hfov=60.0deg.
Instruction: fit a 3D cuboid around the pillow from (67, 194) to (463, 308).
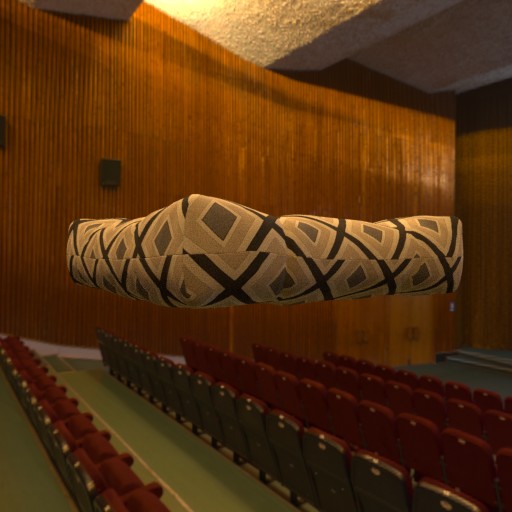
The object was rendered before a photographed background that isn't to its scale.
[{"bbox_3d":[0.000,0.000,0.723,0.490,0.128,0.468,0,0,-36],"label":"pillow"}]
